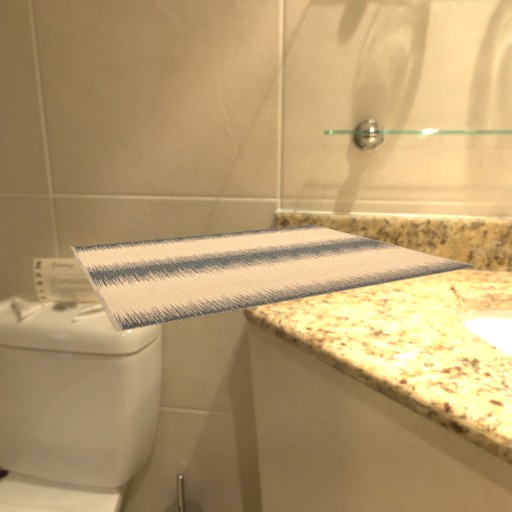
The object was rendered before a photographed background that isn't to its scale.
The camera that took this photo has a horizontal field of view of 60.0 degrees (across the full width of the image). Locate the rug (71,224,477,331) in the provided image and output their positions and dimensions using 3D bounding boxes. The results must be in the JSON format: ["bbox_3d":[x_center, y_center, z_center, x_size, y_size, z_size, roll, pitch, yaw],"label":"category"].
[{"bbox_3d":[0.000,0.000,4.180,3.037,0.004,2.453,-7,15,-27],"label":"rug"}]
